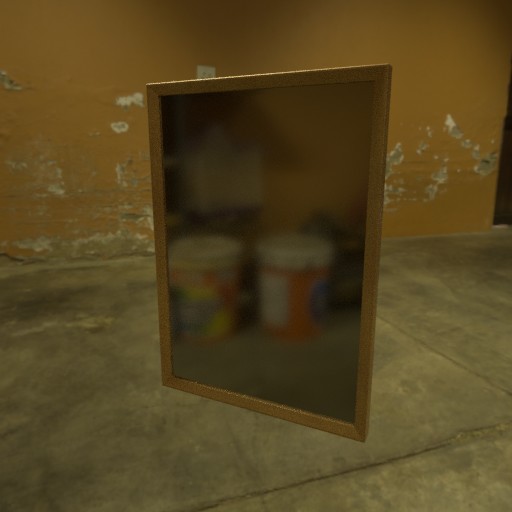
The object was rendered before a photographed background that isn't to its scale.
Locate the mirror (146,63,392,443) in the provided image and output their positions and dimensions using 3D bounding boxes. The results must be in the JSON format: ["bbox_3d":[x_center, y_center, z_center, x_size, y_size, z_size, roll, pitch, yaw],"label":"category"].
[{"bbox_3d":[0.000,0.000,0.935,0.507,0.710,0.039,6,15,26],"label":"mirror"}]
